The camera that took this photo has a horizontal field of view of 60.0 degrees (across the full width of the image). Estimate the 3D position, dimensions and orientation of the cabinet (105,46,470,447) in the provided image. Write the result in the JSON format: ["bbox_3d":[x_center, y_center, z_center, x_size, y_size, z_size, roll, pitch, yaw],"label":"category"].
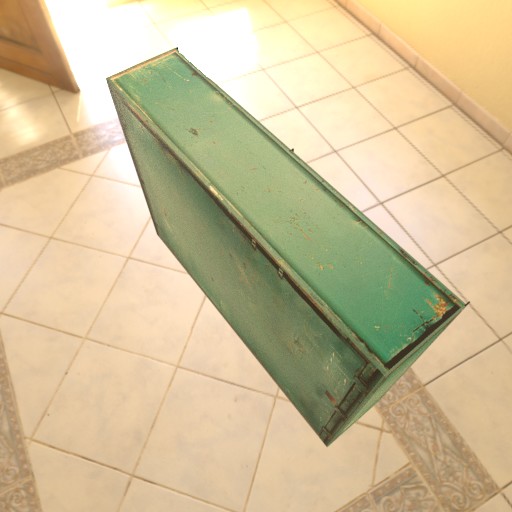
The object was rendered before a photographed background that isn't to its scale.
[{"bbox_3d":[0.000,0.000,3.885,0.680,2.160,3.001,-33,64,-19],"label":"cabinet"}]
